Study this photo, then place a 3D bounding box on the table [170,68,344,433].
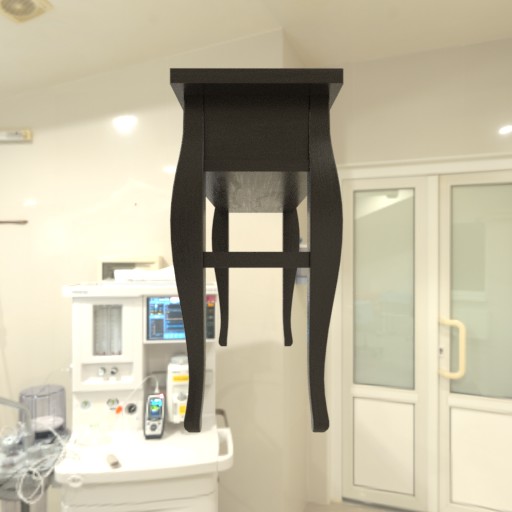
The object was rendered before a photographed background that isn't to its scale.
[{"bbox_3d":[0.000,0.000,1.437,0.373,0.768,1.062,0,0,0],"label":"table"}]
